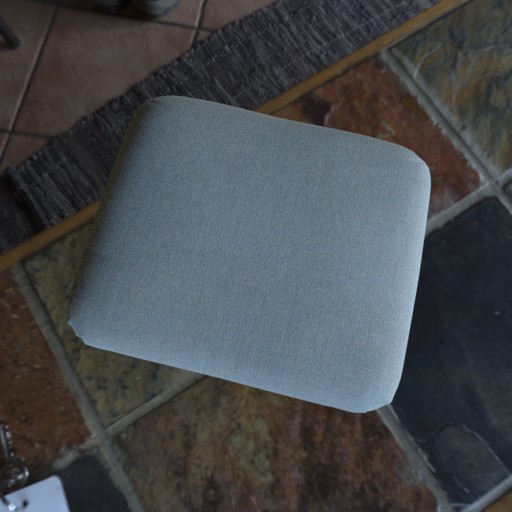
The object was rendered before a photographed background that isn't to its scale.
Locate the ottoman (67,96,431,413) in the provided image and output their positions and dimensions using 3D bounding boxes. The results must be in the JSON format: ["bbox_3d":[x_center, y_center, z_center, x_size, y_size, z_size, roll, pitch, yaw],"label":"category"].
[{"bbox_3d":[0.000,0.000,1.134,0.747,0.450,0.622,13,76,3],"label":"ottoman"}]
